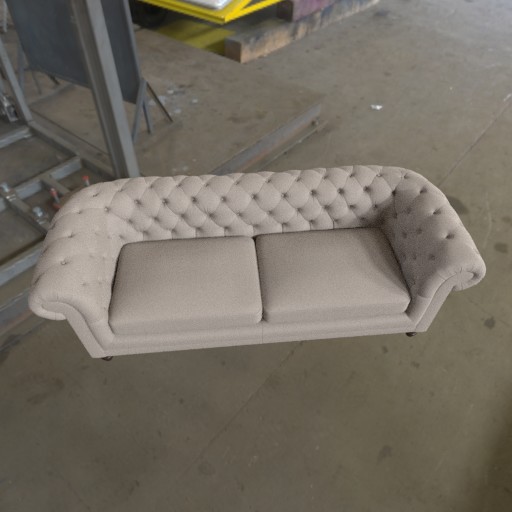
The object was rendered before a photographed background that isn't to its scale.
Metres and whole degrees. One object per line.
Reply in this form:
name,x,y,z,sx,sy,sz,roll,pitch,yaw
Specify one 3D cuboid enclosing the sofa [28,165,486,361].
sofa,0.000,0.000,2.785,2.411,0.749,0.991,-4,46,-4
